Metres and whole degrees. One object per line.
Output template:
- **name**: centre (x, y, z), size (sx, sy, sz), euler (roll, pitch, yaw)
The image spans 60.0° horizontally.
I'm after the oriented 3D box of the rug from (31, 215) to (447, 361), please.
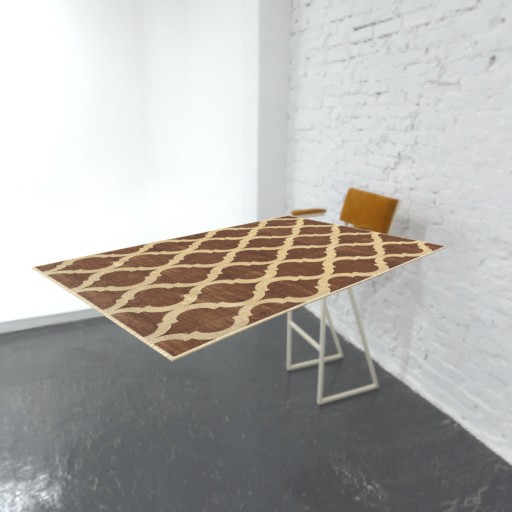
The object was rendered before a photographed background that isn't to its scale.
- **rug**: centre (0.000, 0.000, 2.885), size (2.284, 0.008, 1.522), euler (-15, 22, -42)
